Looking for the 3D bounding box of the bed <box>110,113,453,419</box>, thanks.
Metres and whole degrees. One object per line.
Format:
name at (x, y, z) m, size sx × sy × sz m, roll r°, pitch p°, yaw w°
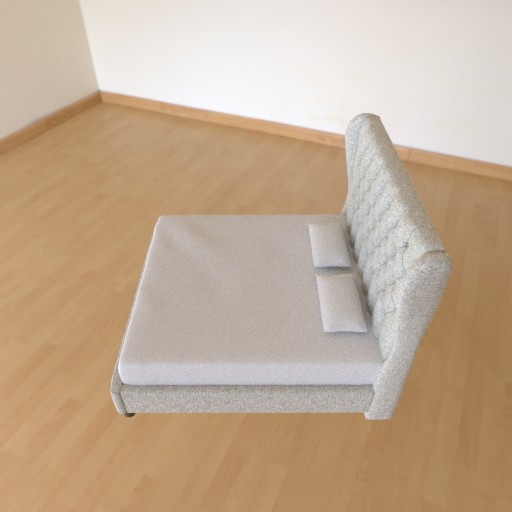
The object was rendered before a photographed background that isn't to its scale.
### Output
bed at (0.000, 0.000, 3.964) m, size 2.347 × 1.771 × 2.219 m, roll 0°, pitch 41°, yaw 0°
